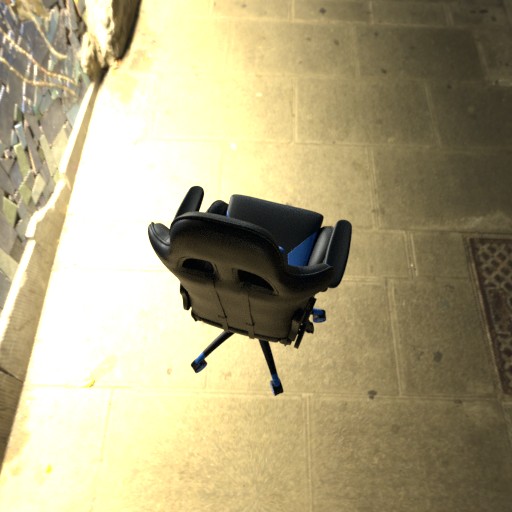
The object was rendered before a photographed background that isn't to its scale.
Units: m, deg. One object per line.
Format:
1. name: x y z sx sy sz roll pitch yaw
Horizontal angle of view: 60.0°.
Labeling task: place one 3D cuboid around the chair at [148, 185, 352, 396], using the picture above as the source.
1. chair: 0.000 0.000 1.704 0.695 1.282 0.730 14 62 8
